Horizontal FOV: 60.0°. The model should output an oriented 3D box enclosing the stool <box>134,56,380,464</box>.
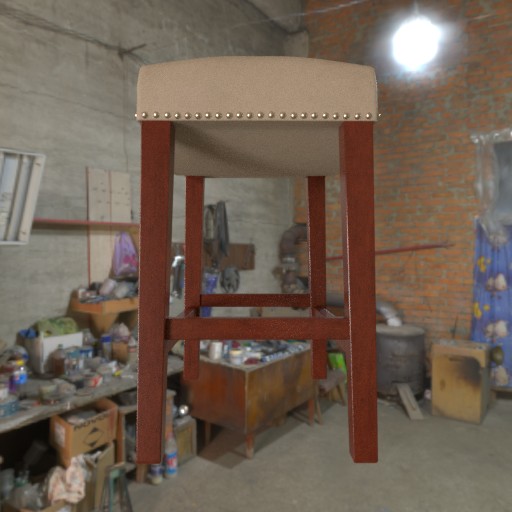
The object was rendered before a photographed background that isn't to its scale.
[{"bbox_3d":[0.000,0.000,0.920,0.375,0.632,0.509,0,0,0],"label":"stool"}]
